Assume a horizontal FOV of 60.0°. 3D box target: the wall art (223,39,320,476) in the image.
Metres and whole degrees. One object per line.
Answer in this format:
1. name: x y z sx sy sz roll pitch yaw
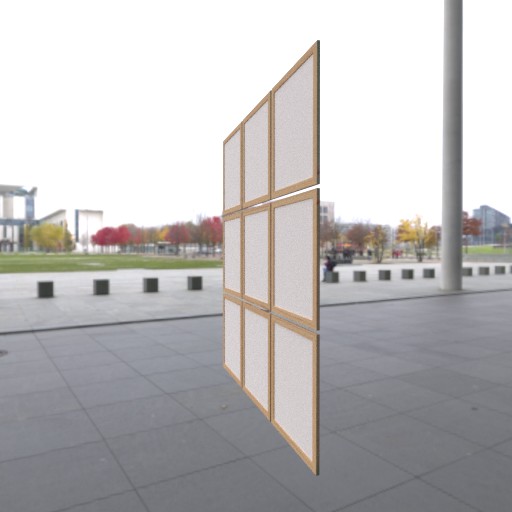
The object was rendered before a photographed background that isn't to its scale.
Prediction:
1. wall art: 0.000 0.000 2.275 0.013 1.523 1.517 0 1 -17
